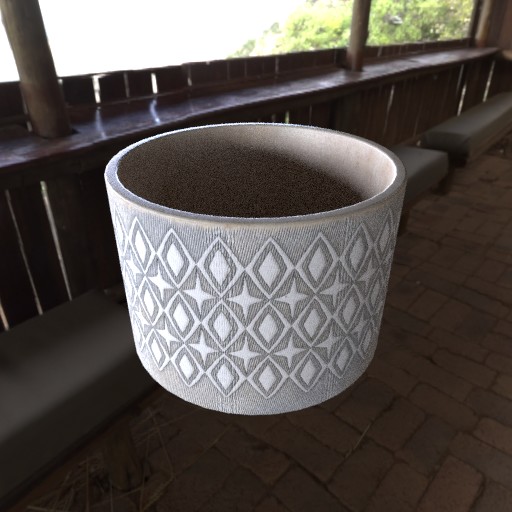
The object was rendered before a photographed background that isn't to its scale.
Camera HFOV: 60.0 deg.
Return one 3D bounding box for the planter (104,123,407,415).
[{"bbox_3d":[0.000,0.000,0.282,0.164,0.127,0.164,0,31,0],"label":"planter"}]
